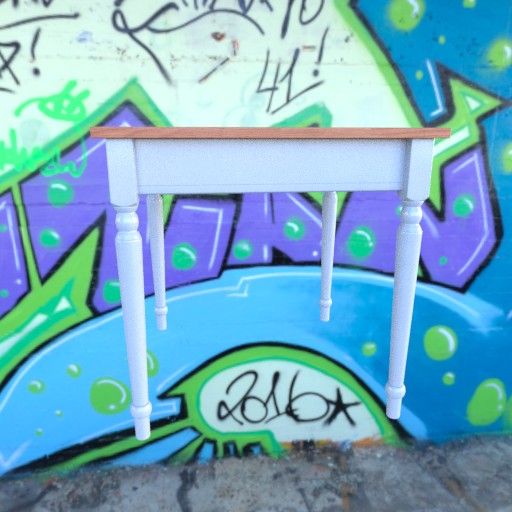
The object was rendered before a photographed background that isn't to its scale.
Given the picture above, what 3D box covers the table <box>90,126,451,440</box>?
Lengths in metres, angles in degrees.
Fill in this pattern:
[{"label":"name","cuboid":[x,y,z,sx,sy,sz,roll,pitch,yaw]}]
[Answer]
[{"label":"table","cuboid":[0.000,0.000,1.355,0.747,0.738,0.747,-2,15,-7]}]
